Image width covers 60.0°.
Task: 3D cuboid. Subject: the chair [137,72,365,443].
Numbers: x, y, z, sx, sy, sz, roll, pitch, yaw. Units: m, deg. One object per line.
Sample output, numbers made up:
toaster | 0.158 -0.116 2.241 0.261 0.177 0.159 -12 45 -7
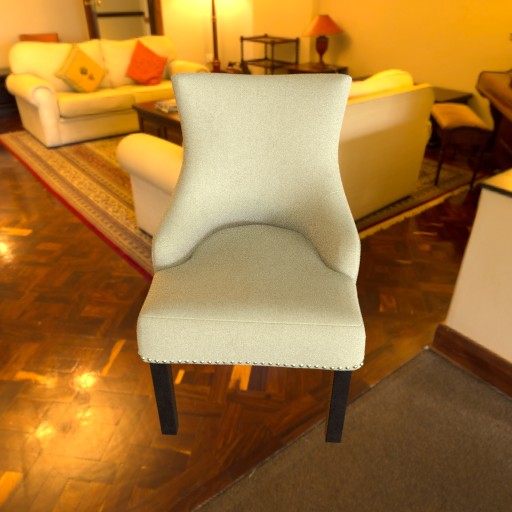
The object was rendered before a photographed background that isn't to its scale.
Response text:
chair | 0.000 0.000 1.272 0.566 0.909 0.629 2 31 3
